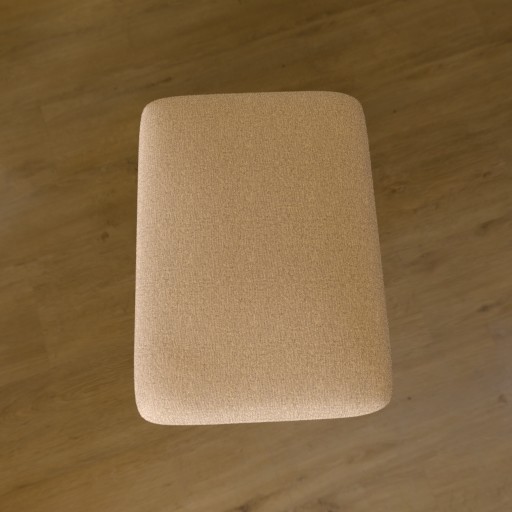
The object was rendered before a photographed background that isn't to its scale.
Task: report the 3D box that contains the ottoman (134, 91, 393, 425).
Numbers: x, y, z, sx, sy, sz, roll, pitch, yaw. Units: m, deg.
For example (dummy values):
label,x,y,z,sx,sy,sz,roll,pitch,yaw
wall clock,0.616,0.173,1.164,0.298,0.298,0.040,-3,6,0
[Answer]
label,x,y,z,sx,sy,sz,roll,pitch,yaw
ottoman,0.000,0.000,1.123,0.568,0.420,0.772,-2,77,-1
